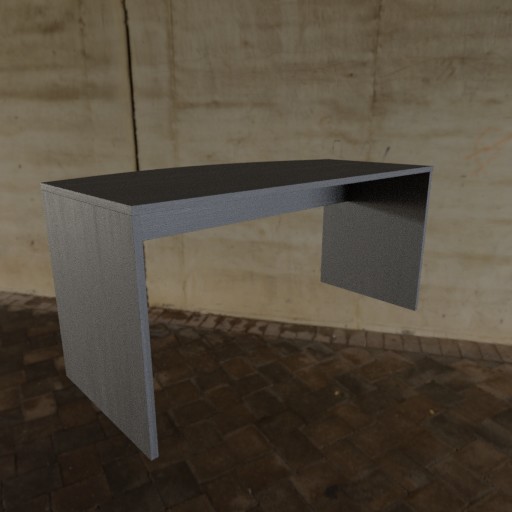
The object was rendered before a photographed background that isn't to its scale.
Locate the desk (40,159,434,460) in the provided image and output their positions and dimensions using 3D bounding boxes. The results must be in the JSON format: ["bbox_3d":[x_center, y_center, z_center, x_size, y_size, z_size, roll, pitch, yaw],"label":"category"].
[{"bbox_3d":[0.000,0.000,1.992,1.600,0.750,0.802,-15,22,-41],"label":"desk"}]
